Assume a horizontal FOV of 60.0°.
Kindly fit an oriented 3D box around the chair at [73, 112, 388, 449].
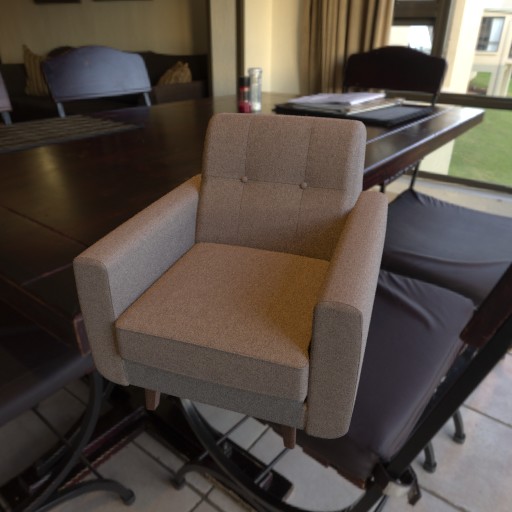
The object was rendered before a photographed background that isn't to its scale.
[{"bbox_3d":[0.000,0.000,1.550,0.831,0.839,0.907,9,29,16],"label":"chair"}]
